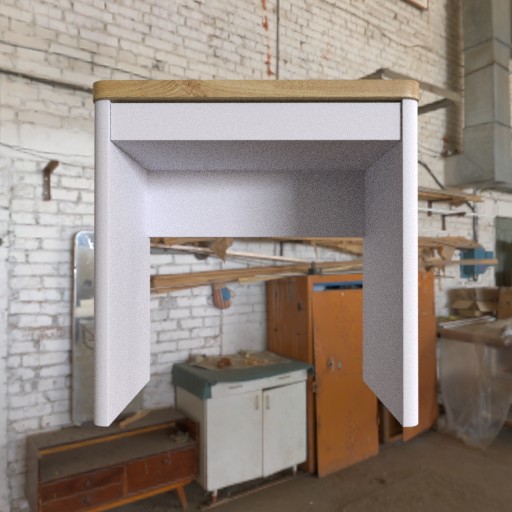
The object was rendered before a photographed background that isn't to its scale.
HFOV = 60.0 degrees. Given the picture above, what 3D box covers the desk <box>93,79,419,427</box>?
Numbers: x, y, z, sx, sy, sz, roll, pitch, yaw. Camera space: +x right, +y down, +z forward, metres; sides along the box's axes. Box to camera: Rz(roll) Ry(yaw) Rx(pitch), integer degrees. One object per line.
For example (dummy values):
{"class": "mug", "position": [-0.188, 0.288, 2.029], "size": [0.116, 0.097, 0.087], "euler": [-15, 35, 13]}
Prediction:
{"class": "desk", "position": [0.000, 0.000, 1.214], "size": [0.760, 0.790, 0.440], "euler": [0, 0, 0]}
